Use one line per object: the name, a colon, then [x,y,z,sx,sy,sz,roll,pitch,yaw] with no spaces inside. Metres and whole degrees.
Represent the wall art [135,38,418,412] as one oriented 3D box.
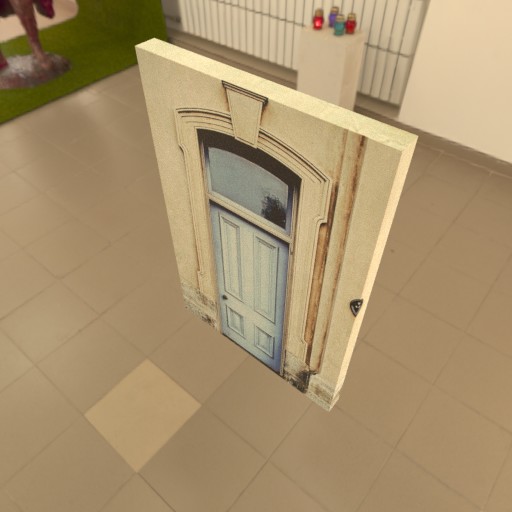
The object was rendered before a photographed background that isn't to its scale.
wall art: [0.000,0.000,0.756,0.403,0.607,0.036,31,54,26]
